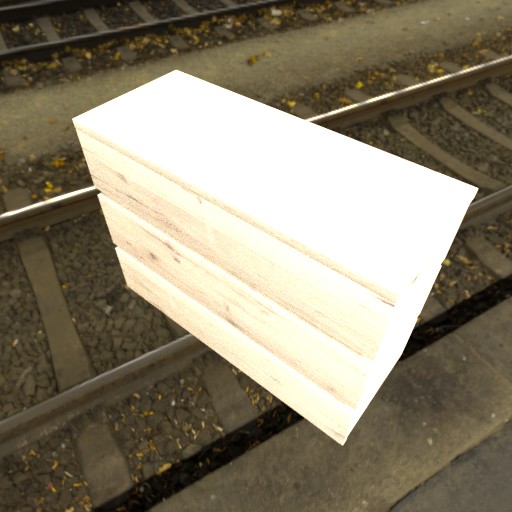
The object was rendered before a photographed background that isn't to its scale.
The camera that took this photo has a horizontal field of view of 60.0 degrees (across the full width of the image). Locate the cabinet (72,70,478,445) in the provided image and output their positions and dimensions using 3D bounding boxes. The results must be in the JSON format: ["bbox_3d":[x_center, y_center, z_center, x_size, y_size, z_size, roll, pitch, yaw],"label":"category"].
[{"bbox_3d":[0.000,0.000,1.479,1.040,0.820,0.420,30,54,26],"label":"cabinet"}]
